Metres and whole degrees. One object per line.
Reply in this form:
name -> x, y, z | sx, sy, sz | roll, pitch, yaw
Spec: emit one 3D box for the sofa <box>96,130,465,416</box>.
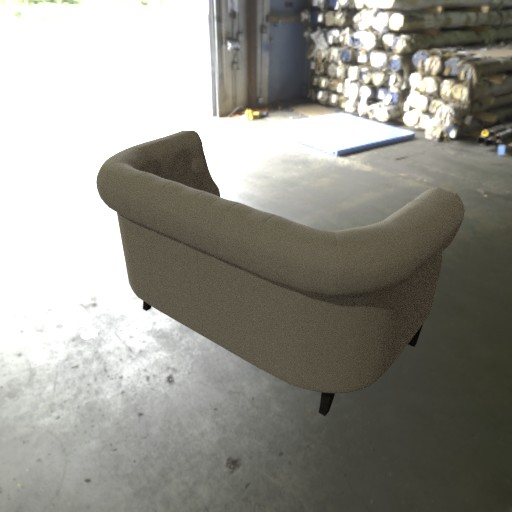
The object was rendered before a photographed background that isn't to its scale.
sofa -> 0.000, 0.000, 2.038 | 1.558, 0.827, 0.835 | 22, 37, 32
